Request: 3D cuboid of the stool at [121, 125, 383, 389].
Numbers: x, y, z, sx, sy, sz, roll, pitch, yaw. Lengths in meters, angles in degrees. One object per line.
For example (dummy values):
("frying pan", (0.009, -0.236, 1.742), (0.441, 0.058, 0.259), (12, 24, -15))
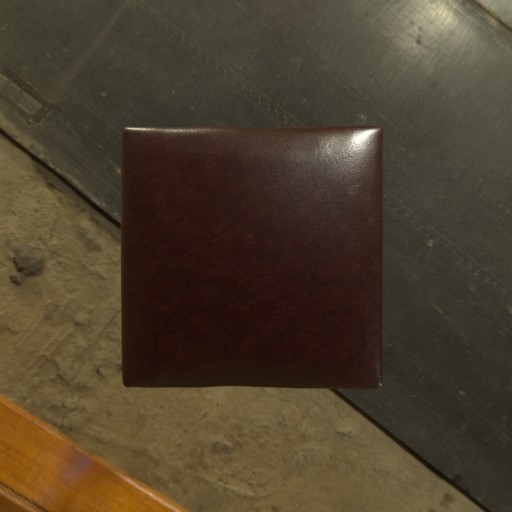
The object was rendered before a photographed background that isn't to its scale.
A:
("stool", (0.000, 0.000, 0.939), (0.382, 0.702, 0.383), (0, 90, 1))
